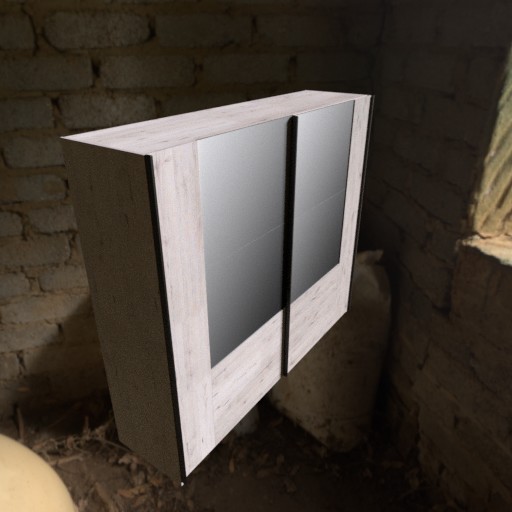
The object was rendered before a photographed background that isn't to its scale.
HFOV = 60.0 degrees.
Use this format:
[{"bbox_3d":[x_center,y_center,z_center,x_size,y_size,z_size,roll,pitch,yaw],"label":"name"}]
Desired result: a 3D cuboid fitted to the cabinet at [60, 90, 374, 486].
[{"bbox_3d":[0.000,0.000,3.471,0.660,2.180,2.500,18,32,31],"label":"cabinet"}]
